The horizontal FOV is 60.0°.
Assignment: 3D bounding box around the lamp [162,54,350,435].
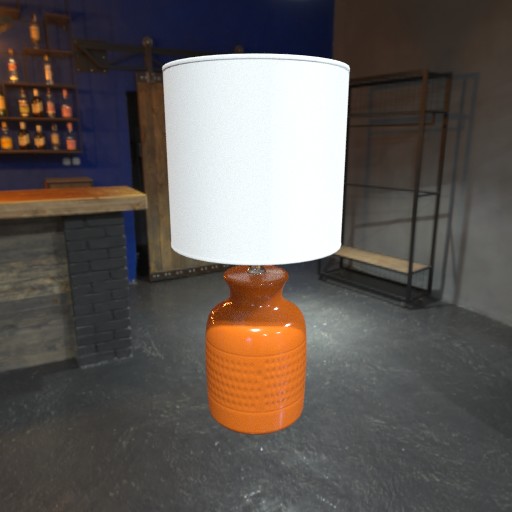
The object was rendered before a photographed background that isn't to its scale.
[{"bbox_3d":[0.000,0.000,1.118,0.418,0.871,0.418,-7,17,-25],"label":"lamp"}]
